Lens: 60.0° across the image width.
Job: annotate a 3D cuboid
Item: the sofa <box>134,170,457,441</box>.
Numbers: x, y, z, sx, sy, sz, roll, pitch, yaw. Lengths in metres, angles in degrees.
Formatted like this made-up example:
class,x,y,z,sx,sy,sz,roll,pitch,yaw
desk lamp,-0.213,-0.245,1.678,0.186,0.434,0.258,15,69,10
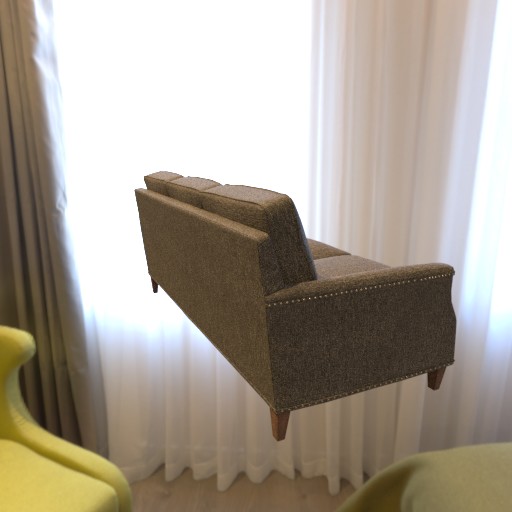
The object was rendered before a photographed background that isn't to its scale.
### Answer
class,x,y,z,sx,sy,sz,roll,pitch,yaw
sofa,0.000,0.000,2.810,1.084,1.003,2.246,-7,15,-25
